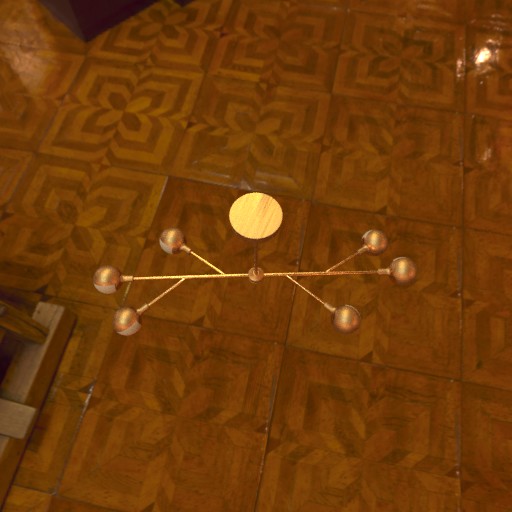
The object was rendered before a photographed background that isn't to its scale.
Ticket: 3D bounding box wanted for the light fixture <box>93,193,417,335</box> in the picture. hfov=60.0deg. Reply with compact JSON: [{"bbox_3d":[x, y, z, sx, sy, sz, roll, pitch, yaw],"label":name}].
[{"bbox_3d":[0.000,0.000,1.006,0.778,0.362,0.434,13,65,6],"label":"light fixture"}]
